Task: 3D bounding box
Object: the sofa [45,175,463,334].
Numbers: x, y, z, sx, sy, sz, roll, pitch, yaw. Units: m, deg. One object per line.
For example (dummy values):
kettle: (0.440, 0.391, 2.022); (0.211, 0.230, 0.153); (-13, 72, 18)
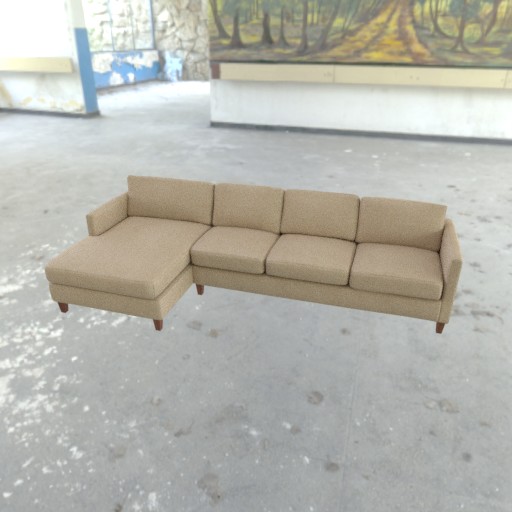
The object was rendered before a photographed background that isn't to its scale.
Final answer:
sofa: (0.000, 0.000, 3.779); (3.201, 0.876, 1.502); (8, 27, 15)
